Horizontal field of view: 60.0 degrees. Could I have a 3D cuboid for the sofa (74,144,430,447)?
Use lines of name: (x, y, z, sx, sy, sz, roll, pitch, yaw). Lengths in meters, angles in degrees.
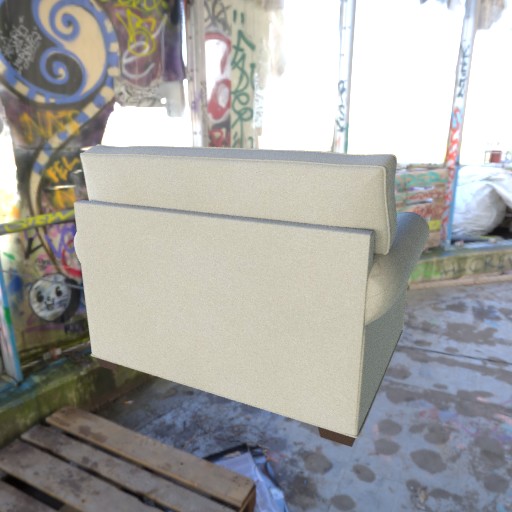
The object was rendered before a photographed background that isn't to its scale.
sofa: (0.000, 0.000, 2.050, 1.405, 1.006, 0.937, 8, 19, 25)
